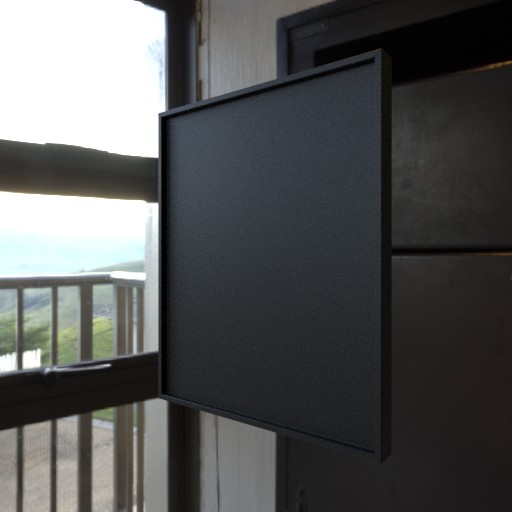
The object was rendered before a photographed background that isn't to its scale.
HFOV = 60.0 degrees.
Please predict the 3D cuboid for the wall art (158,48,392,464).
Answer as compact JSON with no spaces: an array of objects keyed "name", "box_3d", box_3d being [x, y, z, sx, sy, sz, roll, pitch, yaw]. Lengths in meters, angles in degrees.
[{"name":"wall art","box_3d":[0.000,0.000,0.742,0.449,0.555,0.039,0,0,37]}]
